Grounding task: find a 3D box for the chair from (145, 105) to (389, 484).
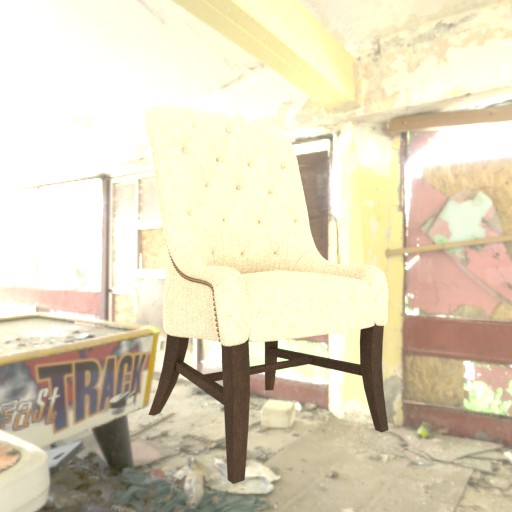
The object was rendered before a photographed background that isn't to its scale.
[{"bbox_3d":[0.000,0.000,1.475,0.634,1.091,0.629,0,-1,-36],"label":"chair"}]
